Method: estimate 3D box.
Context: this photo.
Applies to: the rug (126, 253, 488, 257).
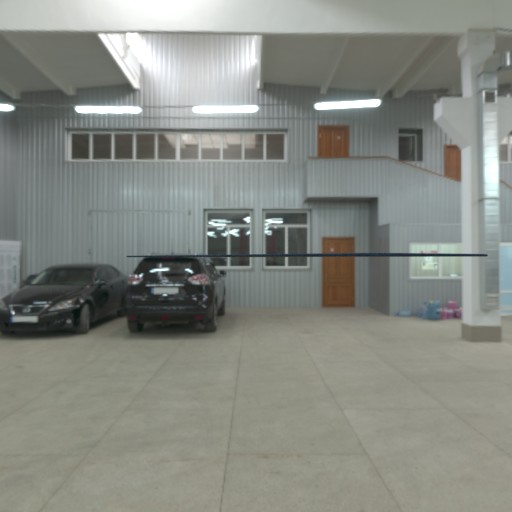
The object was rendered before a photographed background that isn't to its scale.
[{"bbox_3d":[0.000,0.000,2.722,0.769,0.012,2.448,0,0,-36],"label":"rug"}]
